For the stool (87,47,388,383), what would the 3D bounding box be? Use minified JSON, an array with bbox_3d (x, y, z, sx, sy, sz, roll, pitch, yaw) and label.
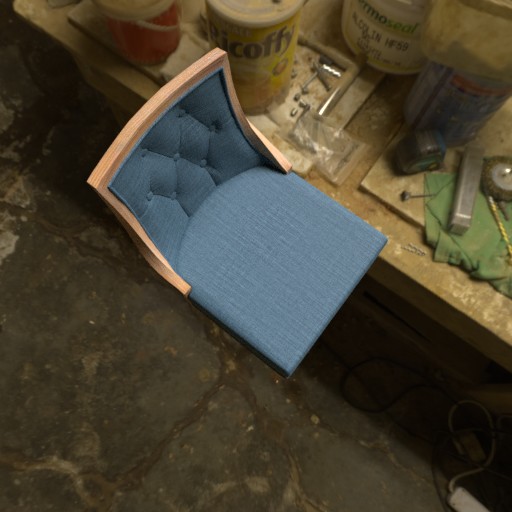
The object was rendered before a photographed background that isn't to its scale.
[{"bbox_3d":[0.000,0.000,1.456,0.626,1.101,0.524,37,77,10],"label":"stool"}]
